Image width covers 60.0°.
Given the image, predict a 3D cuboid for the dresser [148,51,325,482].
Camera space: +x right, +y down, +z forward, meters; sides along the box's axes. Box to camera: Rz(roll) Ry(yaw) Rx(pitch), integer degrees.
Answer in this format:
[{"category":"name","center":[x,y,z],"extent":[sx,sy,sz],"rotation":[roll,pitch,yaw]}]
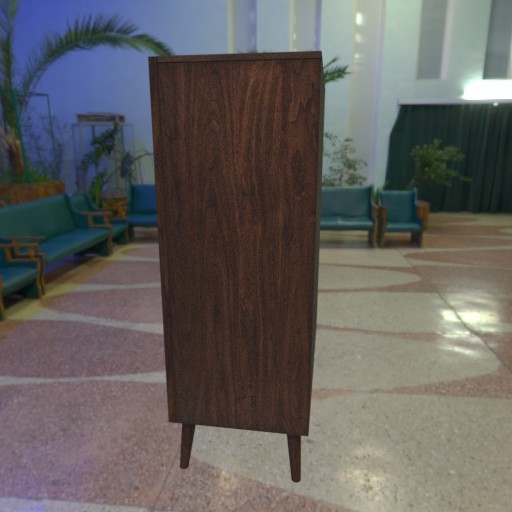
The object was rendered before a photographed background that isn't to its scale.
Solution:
[{"category":"dresser","center":[0.000,0.000,1.809],"extent":[0.498,1.365,0.919],"rotation":[2,15,9]}]
